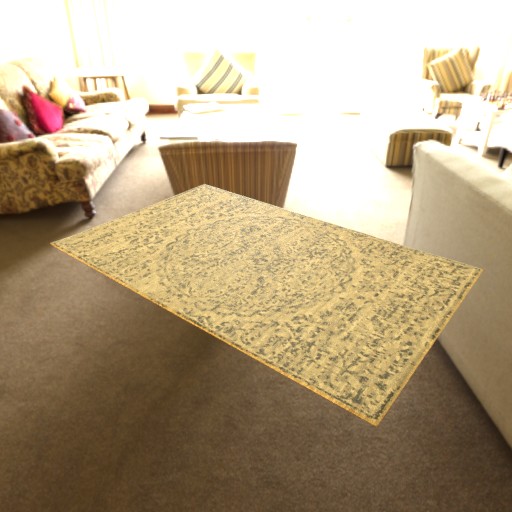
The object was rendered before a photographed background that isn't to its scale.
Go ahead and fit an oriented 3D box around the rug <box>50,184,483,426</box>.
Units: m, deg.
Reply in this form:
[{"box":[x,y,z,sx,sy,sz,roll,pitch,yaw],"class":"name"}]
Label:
[{"box":[0.000,0.000,2.937,2.447,0.021,1.527,22,36,33],"class":"rug"}]
